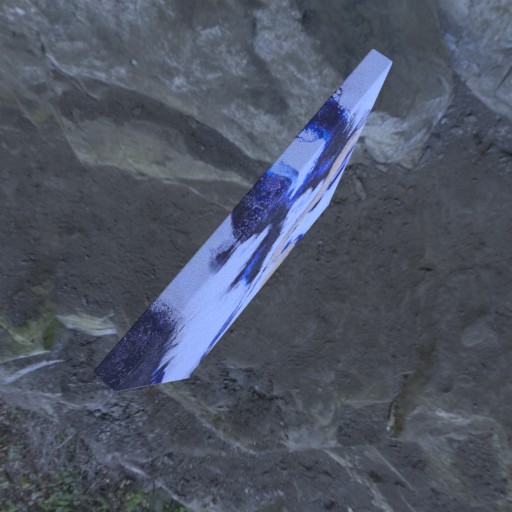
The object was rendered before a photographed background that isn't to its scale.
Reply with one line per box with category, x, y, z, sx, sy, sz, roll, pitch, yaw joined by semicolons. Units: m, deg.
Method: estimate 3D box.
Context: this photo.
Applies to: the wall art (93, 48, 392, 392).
wall art;0.000;0.000;0.902;0.039;0.609;0.609;38;79;9
